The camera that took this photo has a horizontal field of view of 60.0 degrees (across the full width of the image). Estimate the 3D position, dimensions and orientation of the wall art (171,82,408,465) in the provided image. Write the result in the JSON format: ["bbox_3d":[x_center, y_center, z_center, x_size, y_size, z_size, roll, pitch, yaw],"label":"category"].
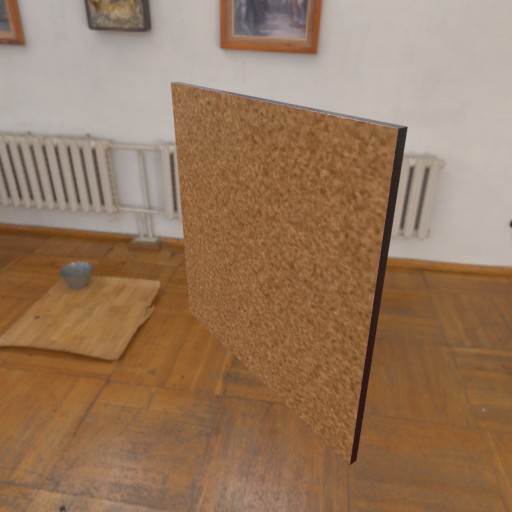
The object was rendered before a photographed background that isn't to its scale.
[{"bbox_3d":[0.000,0.000,0.657,0.014,0.445,0.446,-19,33,-32],"label":"wall art"}]
